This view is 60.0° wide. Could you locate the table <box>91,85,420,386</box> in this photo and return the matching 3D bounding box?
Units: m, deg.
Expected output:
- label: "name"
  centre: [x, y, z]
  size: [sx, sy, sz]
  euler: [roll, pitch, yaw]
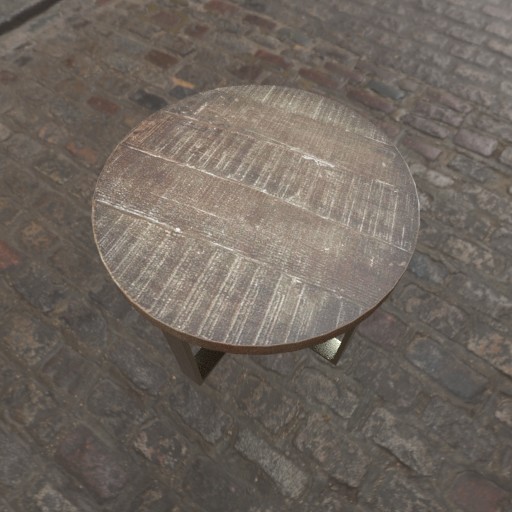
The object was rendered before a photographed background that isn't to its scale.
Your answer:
- label: "table"
  centre: [0.000, 0.000, 0.951]
  size: [0.557, 0.437, 0.557]
  euler: [0, 59, 0]
